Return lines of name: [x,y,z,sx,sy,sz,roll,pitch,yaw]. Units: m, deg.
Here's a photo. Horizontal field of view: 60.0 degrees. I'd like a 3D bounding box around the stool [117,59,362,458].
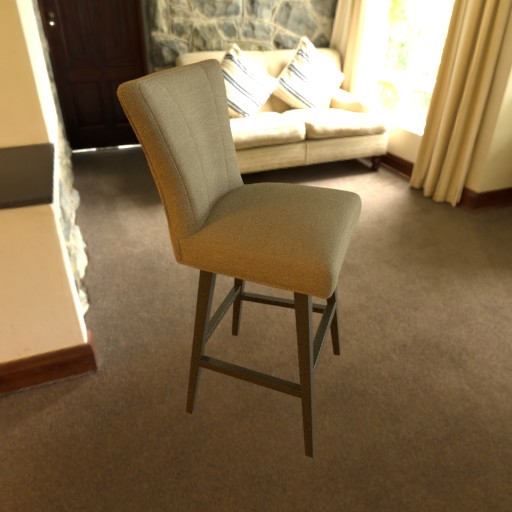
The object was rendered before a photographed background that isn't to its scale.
stool: [0.000,0.000,1.406,0.574,1.086,0.514,10,32,16]
